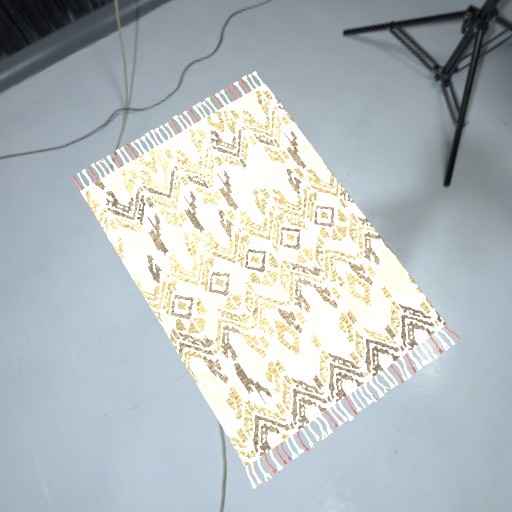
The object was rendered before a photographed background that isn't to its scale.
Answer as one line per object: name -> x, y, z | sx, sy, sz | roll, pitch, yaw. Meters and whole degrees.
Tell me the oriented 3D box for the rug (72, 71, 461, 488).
rug -> 0.000, 0.000, 2.277 | 1.219, 0.008, 1.829 | -33, 79, -7
